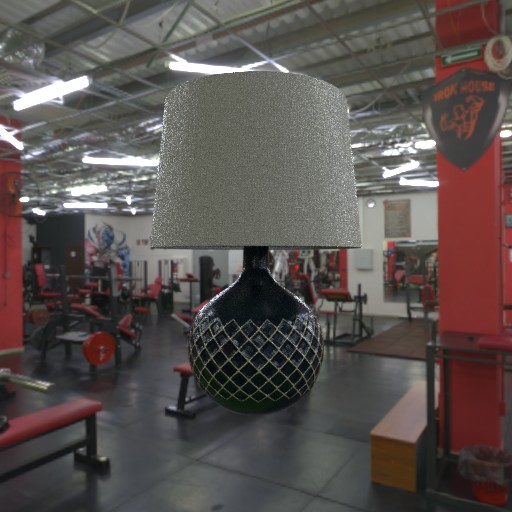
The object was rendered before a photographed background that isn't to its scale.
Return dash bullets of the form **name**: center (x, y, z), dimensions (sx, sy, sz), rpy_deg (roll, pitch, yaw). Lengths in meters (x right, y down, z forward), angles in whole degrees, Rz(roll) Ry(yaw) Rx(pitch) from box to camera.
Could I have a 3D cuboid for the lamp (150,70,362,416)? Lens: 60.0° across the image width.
- **lamp**: center (0.000, 0.000, 0.807), dimensions (0.376, 0.540, 0.376), rpy_deg (0, 0, 0)
